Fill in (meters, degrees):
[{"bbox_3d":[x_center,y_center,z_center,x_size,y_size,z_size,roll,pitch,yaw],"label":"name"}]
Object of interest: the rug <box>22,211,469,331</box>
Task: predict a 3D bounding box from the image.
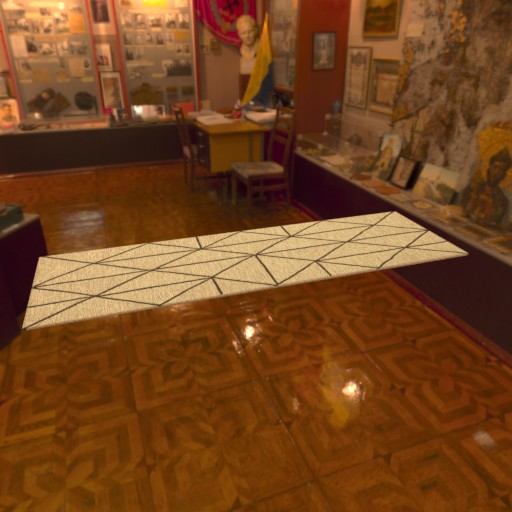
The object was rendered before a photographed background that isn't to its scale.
[{"bbox_3d":[0.000,0.000,2.633,2.438,0.012,0.762,-8,27,-16],"label":"rug"}]
